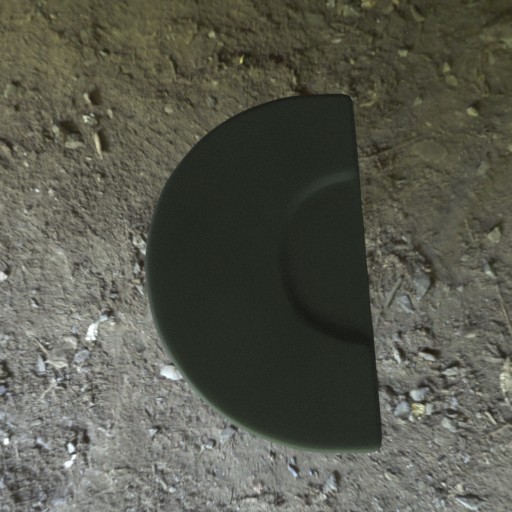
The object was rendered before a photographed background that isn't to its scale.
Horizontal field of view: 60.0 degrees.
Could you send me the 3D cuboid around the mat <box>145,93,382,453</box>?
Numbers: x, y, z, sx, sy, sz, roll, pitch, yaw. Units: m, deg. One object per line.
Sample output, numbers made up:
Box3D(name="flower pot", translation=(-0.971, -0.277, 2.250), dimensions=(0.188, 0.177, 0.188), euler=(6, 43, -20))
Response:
Box3D(name="mat", translation=(0.000, 0.000, 1.829), dimensions=(0.917, 0.022, 1.525), euler=(-1, 75, 0))
